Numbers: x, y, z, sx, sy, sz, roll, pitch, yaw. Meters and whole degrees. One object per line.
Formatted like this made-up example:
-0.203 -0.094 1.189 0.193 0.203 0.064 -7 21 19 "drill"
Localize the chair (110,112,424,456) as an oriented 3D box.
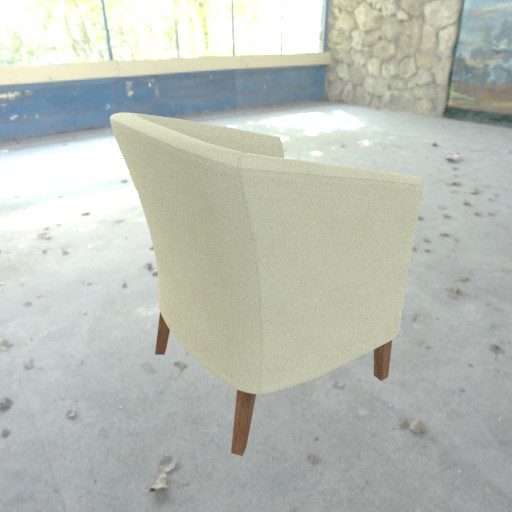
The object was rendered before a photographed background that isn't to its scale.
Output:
0.000 0.000 1.299 0.657 0.822 0.643 -18 32 -31 "chair"
